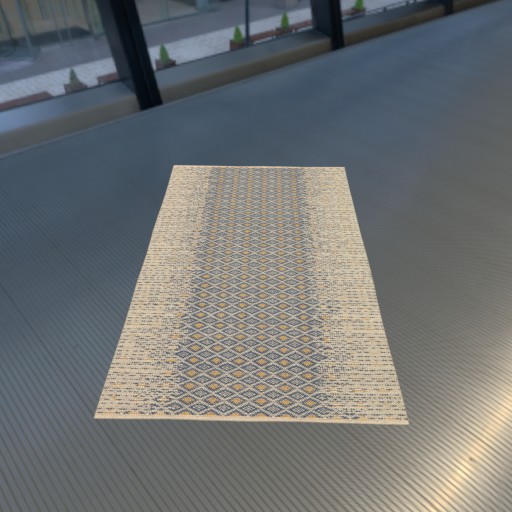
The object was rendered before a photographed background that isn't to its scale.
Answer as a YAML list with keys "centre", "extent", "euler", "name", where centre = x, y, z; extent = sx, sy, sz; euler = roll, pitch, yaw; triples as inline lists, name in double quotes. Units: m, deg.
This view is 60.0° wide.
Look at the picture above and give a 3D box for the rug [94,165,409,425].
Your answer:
- centre: [0.000, 0.000, 3.078]
  extent: [1.541, 0.008, 2.448]
  euler: [1, 41, 1]
  name: "rug"
